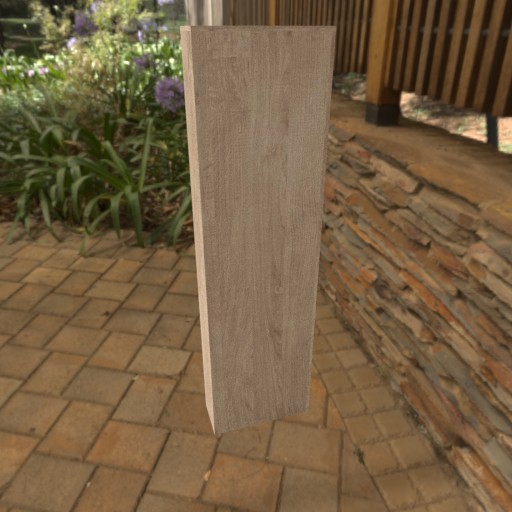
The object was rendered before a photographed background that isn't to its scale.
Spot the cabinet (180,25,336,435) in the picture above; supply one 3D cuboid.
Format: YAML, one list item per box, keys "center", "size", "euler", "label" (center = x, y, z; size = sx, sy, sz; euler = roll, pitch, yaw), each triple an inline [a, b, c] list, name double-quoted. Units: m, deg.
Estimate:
- center: [0.000, 0.000, 1.944]
  size: [0.500, 1.790, 0.230]
  euler: [-8, 28, -16]
  label: "cabinet"
